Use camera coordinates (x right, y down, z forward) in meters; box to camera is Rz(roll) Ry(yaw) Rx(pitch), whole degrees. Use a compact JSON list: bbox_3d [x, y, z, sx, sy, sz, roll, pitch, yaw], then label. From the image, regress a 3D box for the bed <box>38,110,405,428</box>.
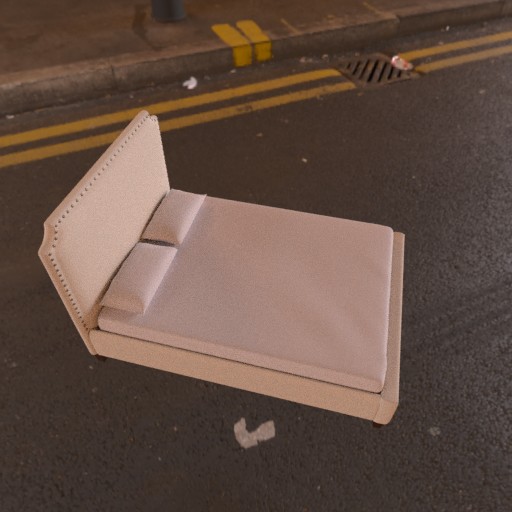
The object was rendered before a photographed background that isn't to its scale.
[{"bbox_3d":[0.000,0.000,3.483,2.372,1.443,1.712,11,48,10],"label":"bed"}]
